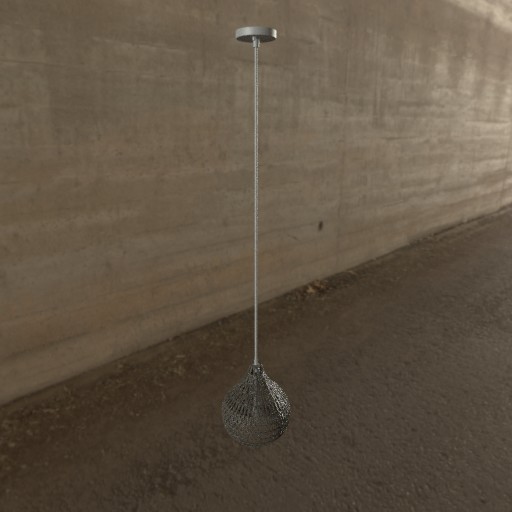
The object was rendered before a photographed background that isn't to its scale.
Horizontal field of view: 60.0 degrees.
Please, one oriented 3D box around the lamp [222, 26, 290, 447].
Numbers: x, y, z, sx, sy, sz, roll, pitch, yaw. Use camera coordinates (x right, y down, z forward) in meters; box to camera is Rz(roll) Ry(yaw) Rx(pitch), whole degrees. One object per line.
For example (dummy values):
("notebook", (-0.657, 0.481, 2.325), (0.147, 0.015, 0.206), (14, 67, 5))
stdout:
("lamp", (0.000, 0.000, 2.080), (0.355, 1.919, 0.355), (3, 16, 10))
